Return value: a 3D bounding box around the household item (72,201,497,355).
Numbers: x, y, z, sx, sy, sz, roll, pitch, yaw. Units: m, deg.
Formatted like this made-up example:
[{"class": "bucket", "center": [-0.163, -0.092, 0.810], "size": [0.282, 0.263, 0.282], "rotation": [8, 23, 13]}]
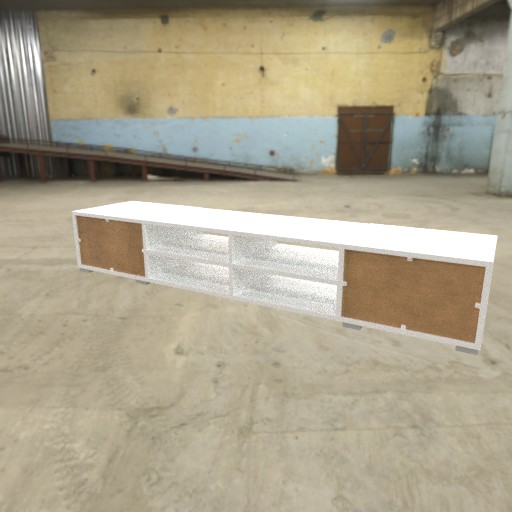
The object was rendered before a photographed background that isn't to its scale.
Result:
[{"class": "household item", "center": [0.000, 0.000, 1.969], "size": [1.850, 0.310, 0.420], "rotation": [8, 17, 28]}]
